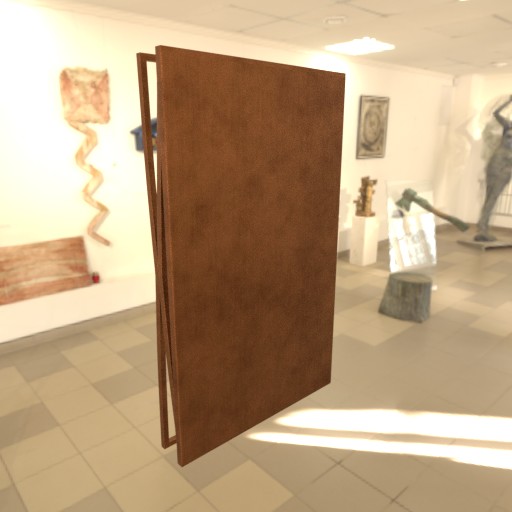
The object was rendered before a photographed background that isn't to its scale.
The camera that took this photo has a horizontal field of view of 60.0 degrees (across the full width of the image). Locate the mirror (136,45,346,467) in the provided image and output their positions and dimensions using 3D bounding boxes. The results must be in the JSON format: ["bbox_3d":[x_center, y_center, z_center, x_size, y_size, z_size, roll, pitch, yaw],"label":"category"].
[{"bbox_3d":[0.000,0.000,0.957,0.468,0.768,0.082,-13,20,-40],"label":"mirror"}]
